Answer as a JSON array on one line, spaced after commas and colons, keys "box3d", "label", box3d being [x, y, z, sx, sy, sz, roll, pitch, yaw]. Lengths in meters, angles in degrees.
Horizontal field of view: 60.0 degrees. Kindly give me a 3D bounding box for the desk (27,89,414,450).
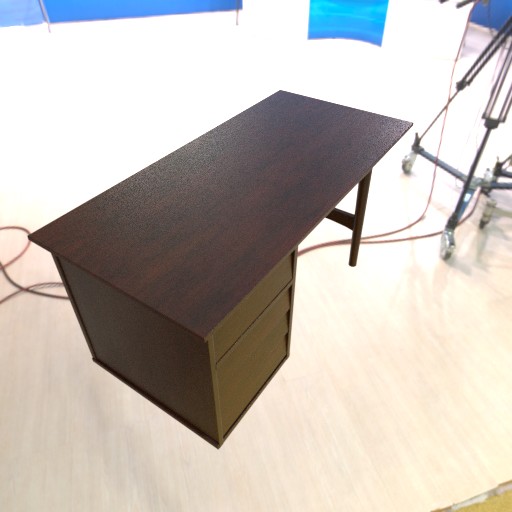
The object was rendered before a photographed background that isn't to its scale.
[{"box3d": [0.000, 0.000, 1.701, 0.612, 0.758, 1.277, 24, 46, 25], "label": "desk"}]
